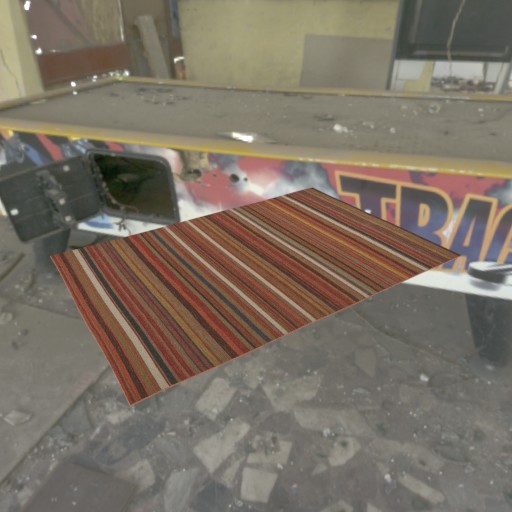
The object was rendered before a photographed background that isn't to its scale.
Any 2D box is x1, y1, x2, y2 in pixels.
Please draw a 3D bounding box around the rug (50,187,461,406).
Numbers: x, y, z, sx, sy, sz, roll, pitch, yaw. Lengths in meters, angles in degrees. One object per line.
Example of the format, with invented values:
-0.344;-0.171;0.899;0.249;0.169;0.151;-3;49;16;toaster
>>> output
0.000;0.000;2.362;1.828;0.007;1.217;-18;34;-29;rug
